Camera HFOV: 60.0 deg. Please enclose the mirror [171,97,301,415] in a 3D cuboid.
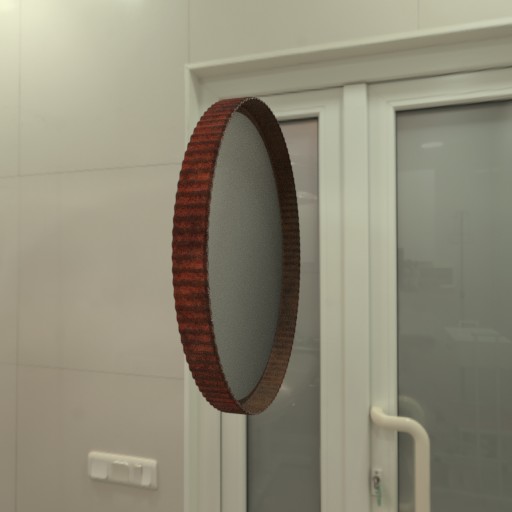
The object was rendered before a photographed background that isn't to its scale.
[{"bbox_3d":[0.000,0.000,0.901,0.056,0.609,0.609,0,-1,18],"label":"mirror"}]
